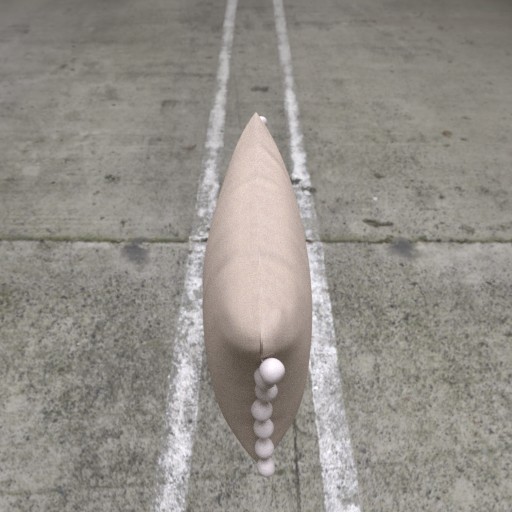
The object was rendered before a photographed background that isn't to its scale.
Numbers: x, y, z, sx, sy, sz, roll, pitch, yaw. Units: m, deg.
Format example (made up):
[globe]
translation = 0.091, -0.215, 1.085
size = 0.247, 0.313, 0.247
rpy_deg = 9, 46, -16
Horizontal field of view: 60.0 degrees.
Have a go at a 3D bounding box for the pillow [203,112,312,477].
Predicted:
[pillow]
translation = 0.000, 0.000, 0.836
size = 0.201, 0.322, 0.709
rpy_deg = 0, 41, 0
